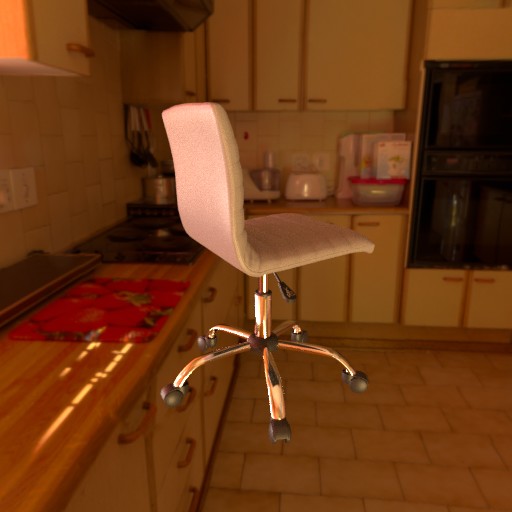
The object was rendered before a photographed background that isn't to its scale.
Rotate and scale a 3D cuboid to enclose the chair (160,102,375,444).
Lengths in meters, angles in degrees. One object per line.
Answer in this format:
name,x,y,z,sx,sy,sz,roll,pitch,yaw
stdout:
chair,0.000,0.000,1.172,0.542,0.750,0.569,-7,17,-24
